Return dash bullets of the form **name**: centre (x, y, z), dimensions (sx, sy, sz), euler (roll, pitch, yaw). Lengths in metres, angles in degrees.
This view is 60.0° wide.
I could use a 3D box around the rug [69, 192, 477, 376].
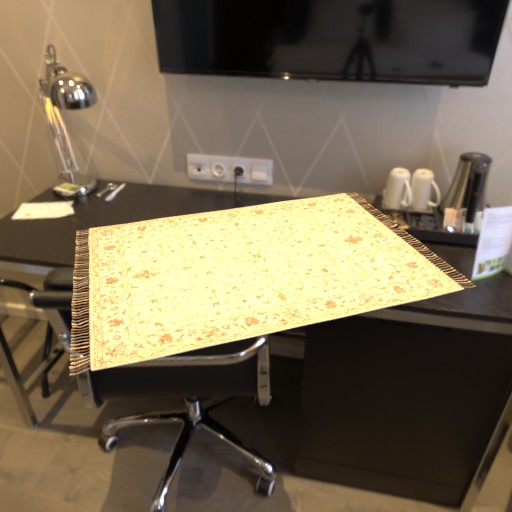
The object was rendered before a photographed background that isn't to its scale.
- **rug**: centre (0.000, 0.000, 2.384), dimensions (1.861, 0.017, 1.218), euler (-10, 33, -15)
